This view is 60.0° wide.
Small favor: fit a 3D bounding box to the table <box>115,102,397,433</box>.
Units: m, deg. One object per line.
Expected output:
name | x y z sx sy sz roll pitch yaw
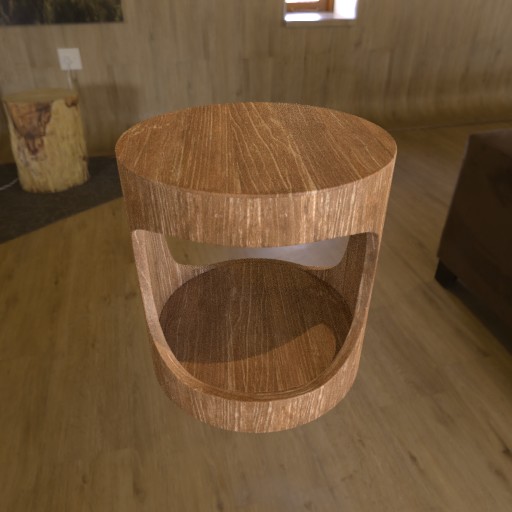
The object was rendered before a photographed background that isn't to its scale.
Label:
table | 0.000 0.000 1.007 0.527 0.551 0.527 0 33 0
